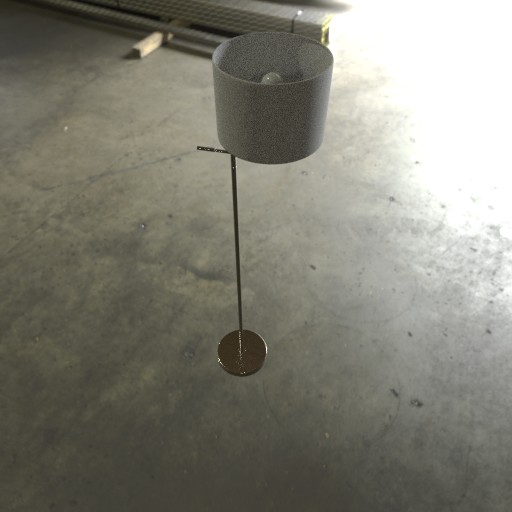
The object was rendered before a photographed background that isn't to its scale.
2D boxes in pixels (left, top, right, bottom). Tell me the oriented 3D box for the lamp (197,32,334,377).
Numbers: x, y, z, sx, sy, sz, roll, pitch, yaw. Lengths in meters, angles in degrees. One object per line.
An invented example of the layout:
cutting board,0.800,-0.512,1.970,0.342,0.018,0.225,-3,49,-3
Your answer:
lamp,0.000,0.000,1.776,0.416,1.600,0.324,10,48,9
